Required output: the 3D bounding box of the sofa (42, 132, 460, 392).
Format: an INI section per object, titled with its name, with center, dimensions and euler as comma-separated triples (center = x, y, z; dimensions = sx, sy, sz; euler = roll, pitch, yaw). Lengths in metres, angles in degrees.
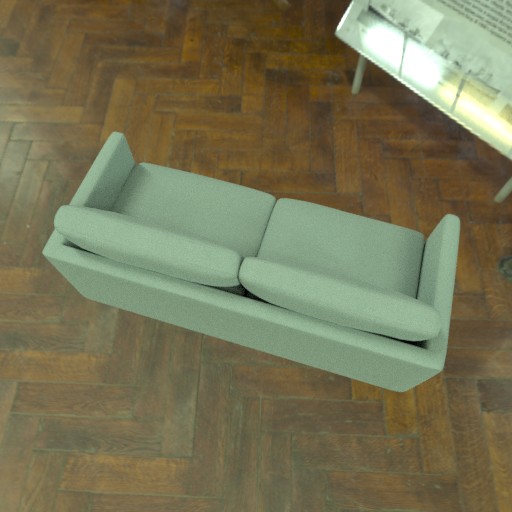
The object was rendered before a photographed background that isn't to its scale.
[sofa]
center = 0.000, 0.000, 2.722
dimensions = 2.208, 0.965, 0.951
euler = 15, 65, 7
